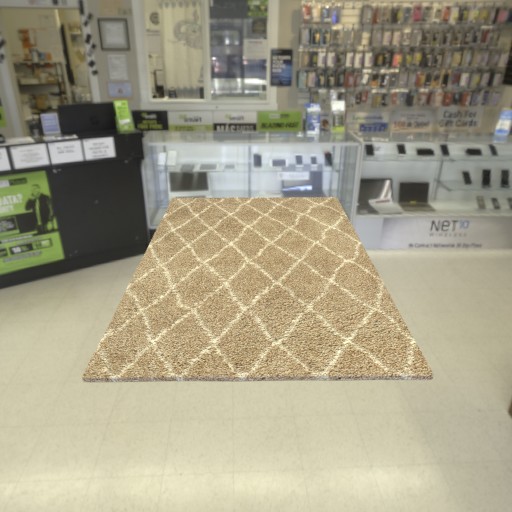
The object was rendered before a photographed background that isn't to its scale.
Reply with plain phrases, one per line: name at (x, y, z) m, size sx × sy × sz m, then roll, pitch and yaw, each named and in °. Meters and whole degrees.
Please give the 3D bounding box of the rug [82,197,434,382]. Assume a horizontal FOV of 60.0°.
rug at (0.000, 0.000, 3.002) m, size 1.524 × 0.030 × 2.438 m, roll 0°, pitch 26°, yaw 0°
